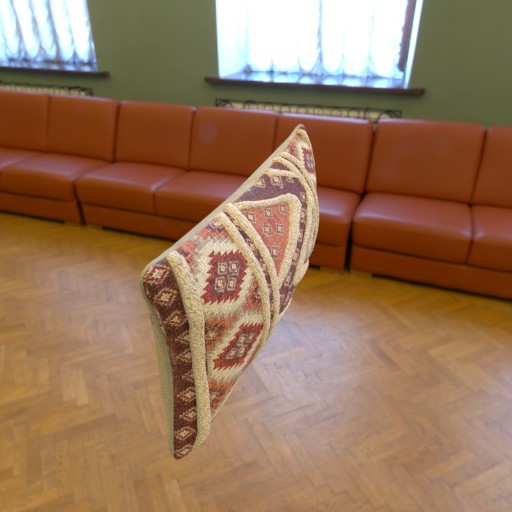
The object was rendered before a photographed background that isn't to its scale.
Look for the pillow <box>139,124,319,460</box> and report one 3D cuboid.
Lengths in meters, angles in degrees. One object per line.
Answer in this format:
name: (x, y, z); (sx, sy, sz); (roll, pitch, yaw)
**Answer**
pillow: (0.000, 0.000, 0.723); (0.161, 0.295, 0.608); (10, 31, 17)
